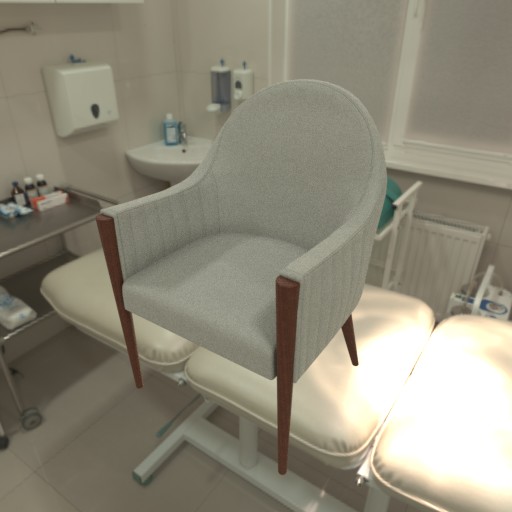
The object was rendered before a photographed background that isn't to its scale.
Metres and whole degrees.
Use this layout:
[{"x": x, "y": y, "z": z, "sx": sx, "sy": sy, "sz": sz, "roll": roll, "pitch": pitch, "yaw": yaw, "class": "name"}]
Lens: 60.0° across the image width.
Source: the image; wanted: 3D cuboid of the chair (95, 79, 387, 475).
[{"x": 0.000, "y": 0.000, "z": 1.281, "sx": 0.610, "sy": 0.889, "sz": 0.620, "roll": 18, "pitch": 34, "yaw": 29, "class": "chair"}]
